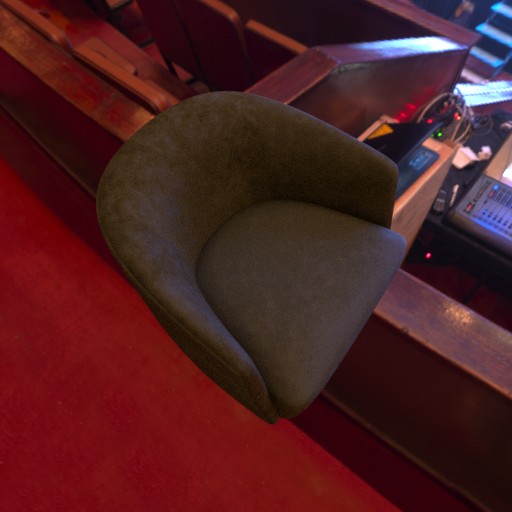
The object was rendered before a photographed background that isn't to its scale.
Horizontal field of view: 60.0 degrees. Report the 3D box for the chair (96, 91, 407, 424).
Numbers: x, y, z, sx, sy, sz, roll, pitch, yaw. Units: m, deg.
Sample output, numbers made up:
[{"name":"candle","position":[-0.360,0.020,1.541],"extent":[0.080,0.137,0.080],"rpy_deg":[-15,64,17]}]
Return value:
[{"name":"chair","position":[0.000,0.000,1.381],"extent":[0.767,0.698,0.773],"rpy_deg":[31,62,18]}]
